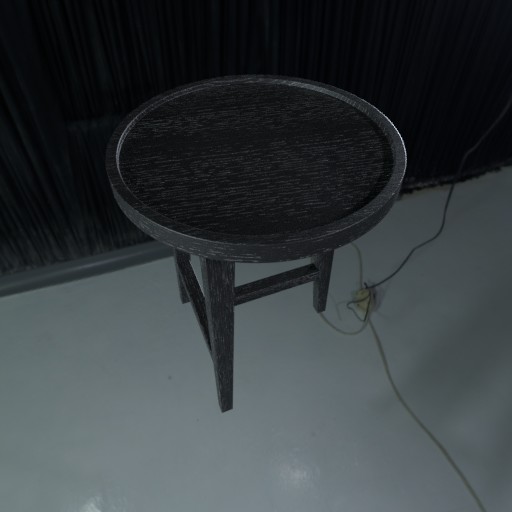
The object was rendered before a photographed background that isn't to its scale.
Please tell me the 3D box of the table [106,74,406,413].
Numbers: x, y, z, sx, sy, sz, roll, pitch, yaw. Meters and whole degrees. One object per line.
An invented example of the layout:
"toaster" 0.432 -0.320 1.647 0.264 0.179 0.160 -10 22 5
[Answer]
"table" 0.000 0.000 0.770 0.399 0.460 0.399 0 47 0
